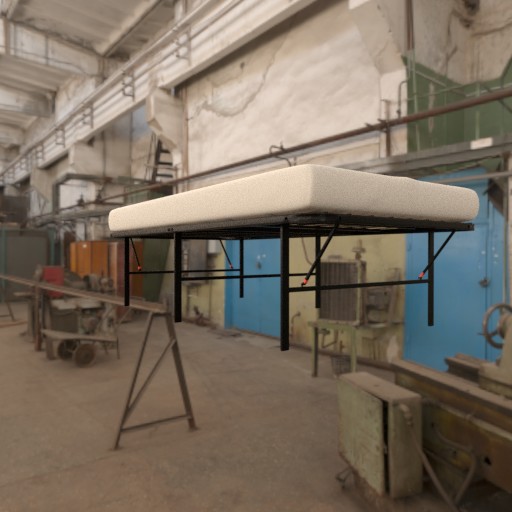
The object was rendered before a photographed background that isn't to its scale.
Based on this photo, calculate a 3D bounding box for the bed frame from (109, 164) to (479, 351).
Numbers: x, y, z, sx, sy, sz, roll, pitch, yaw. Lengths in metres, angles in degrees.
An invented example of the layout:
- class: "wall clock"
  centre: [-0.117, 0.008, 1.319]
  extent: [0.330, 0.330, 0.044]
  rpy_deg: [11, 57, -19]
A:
- class: "bed frame"
  centre: [0.000, 0.000, 2.344]
  extent: [0.989, 0.619, 1.903]
  rpy_deg: [0, 1, -36]
